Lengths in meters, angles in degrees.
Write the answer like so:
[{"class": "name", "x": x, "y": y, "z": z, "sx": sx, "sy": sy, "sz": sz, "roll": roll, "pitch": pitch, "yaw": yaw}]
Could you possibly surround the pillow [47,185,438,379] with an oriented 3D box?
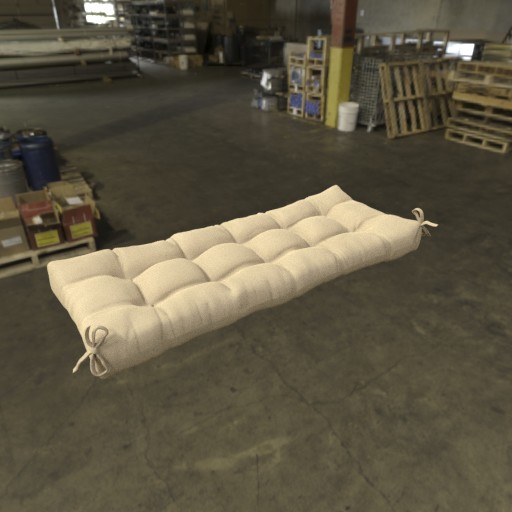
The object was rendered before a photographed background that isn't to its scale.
[{"class": "pillow", "x": 0.000, "y": 0.000, "z": 1.365, "sx": 1.194, "sy": 0.174, "sz": 0.511, "roll": -19, "pitch": 34, "yaw": -30}]
